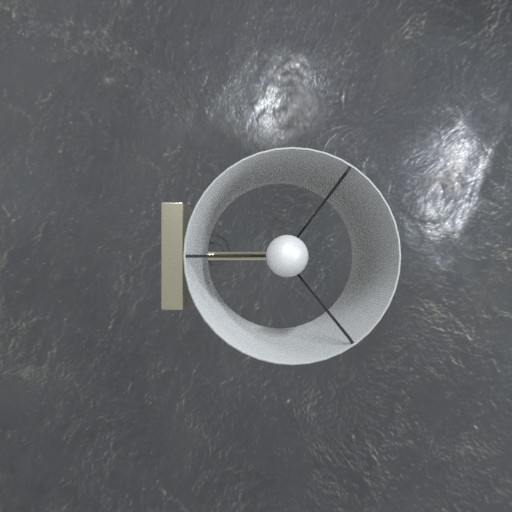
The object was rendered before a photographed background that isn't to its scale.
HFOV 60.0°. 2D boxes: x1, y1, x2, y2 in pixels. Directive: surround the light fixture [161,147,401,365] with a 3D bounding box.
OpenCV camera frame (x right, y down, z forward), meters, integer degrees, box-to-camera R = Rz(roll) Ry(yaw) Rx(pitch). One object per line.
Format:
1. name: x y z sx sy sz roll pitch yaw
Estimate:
1. light fixture: 0.000 0.000 0.676 0.248 0.589 0.188 0 90 0
